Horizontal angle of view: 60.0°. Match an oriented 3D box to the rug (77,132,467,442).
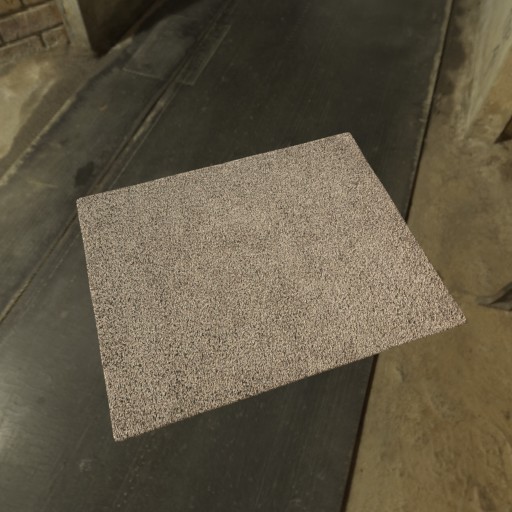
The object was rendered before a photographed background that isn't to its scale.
[{"bbox_3d":[0.000,0.000,4.166,3.047,0.029,2.438,-16,60,-9],"label":"rug"}]
